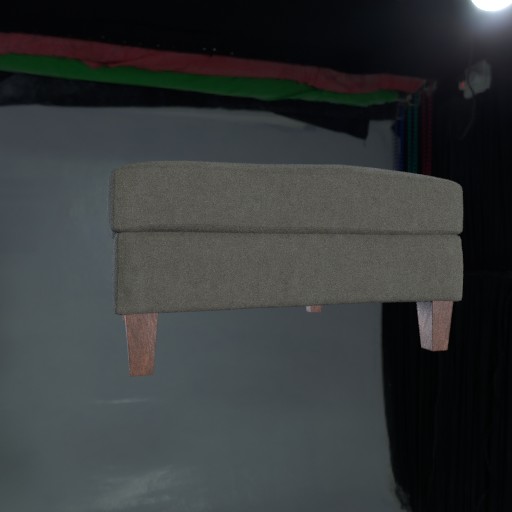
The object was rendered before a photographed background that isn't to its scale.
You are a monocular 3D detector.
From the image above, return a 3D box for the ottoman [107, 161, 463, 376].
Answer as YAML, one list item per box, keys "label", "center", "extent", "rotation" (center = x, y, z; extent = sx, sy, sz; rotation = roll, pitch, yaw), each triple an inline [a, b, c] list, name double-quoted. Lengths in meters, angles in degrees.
- label: "ottoman"
  center: [0.000, 0.000, 1.402]
  extent: [0.881, 0.482, 0.861]
  rotation: [0, 1, -18]
